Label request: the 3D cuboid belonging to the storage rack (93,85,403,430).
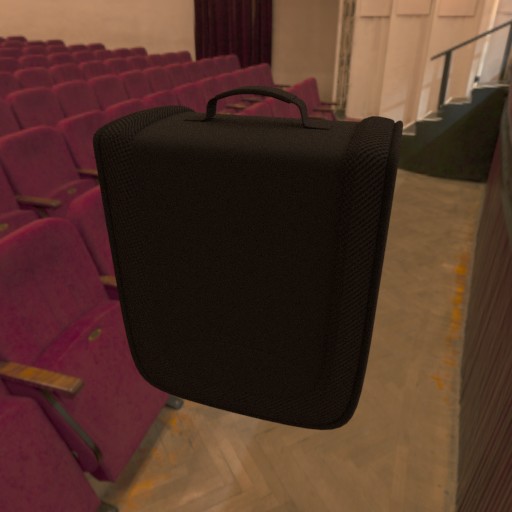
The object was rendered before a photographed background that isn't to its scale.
[{"bbox_3d":[0.000,0.000,0.542,0.297,0.387,0.168,8,29,16],"label":"storage rack"}]
